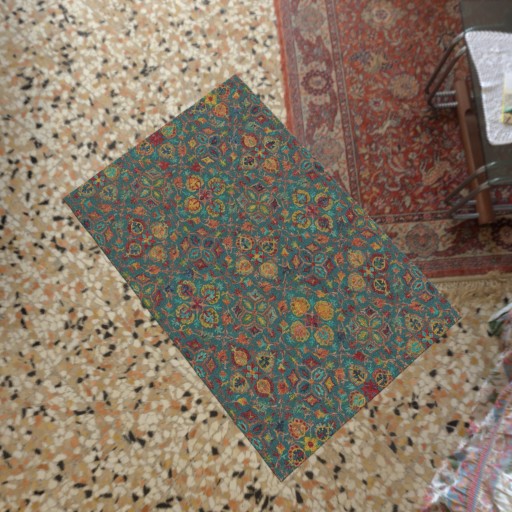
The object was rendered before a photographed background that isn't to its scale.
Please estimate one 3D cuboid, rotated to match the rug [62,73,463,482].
[{"bbox_3d":[0.000,0.000,2.331,1.216,0.014,1.836,-39,80,-9],"label":"rug"}]
